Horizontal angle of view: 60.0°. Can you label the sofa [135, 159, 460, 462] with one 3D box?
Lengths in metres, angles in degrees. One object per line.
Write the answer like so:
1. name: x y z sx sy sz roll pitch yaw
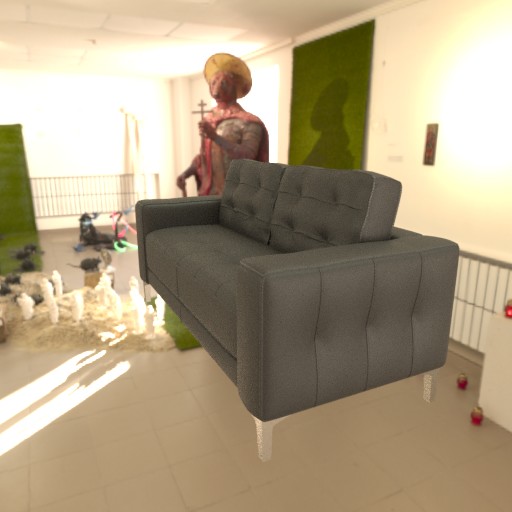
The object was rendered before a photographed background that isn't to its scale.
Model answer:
1. sofa: 0.000 0.000 2.190 0.833 0.893 1.726 -7 17 -26
